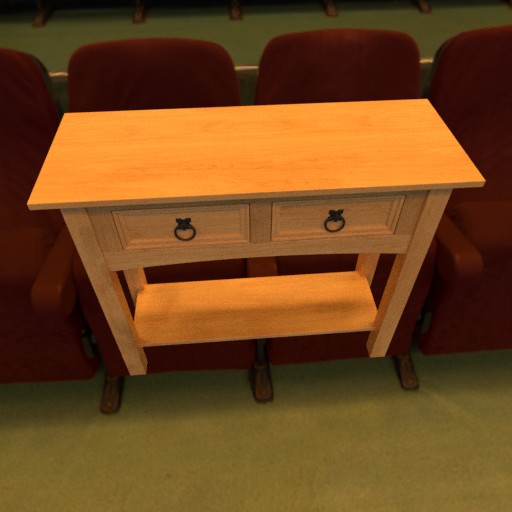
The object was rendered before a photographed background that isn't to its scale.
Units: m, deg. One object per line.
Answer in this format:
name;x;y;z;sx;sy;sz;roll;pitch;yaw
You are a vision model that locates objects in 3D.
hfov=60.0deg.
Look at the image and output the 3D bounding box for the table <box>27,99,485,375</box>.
table;0.000;0.000;1.246;0.900;0.728;0.340;-3;47;-3
